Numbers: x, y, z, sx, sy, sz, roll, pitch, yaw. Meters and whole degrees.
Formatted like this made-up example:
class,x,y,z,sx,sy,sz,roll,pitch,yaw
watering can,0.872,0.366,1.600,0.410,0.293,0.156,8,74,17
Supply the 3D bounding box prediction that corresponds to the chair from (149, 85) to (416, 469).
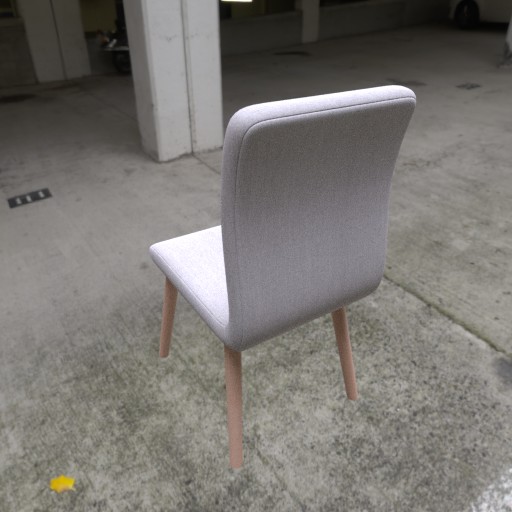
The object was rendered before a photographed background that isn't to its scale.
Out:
class,x,y,z,sx,sy,sz,roll,pitch,yaw
chair,0.000,0.000,1.159,0.435,0.885,0.550,-18,35,-28
